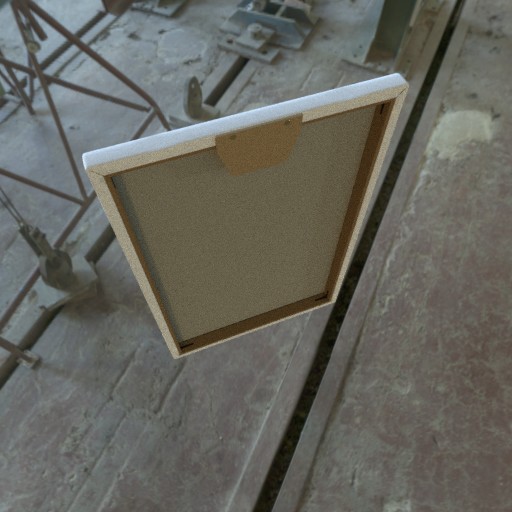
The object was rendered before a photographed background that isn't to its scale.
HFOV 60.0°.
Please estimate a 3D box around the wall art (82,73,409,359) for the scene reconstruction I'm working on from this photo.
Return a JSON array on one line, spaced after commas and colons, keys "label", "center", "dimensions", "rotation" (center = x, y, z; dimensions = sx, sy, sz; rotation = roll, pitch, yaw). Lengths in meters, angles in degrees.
[{"label": "wall art", "center": [0.000, 0.000, 1.165], "dimensions": [0.602, 0.916, 0.048], "rotation": [-18, 60, -11]}]
